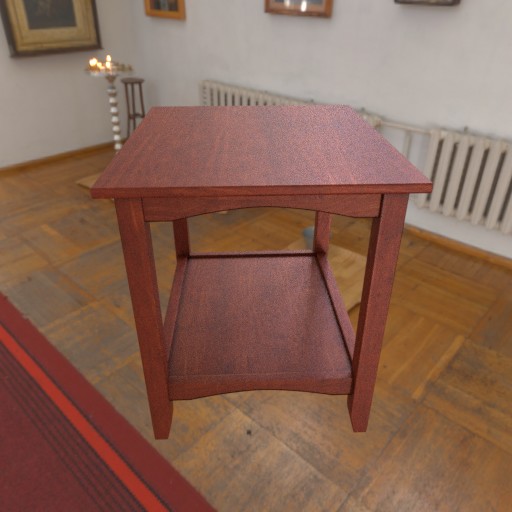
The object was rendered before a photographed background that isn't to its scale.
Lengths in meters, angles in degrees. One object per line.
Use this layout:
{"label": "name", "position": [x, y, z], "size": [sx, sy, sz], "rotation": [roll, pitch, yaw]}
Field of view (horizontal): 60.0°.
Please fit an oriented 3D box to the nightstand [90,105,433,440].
{"label": "nightstand", "position": [0.000, 0.000, 1.023], "size": [0.501, 0.558, 0.558], "rotation": [-1, 30, -2]}
